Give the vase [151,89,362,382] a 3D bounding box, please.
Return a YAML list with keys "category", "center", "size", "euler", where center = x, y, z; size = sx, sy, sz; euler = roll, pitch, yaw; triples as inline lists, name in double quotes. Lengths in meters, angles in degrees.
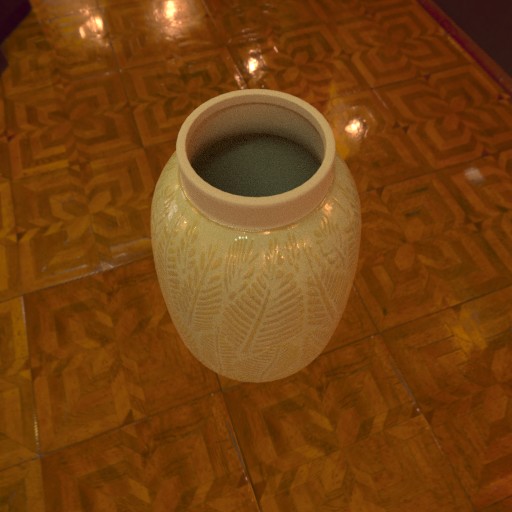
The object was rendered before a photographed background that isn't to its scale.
- category: "vase"
  center: [0.000, 0.000, 0.382]
  size: [0.172, 0.270, 0.172]
  euler: [0, 59, 0]
